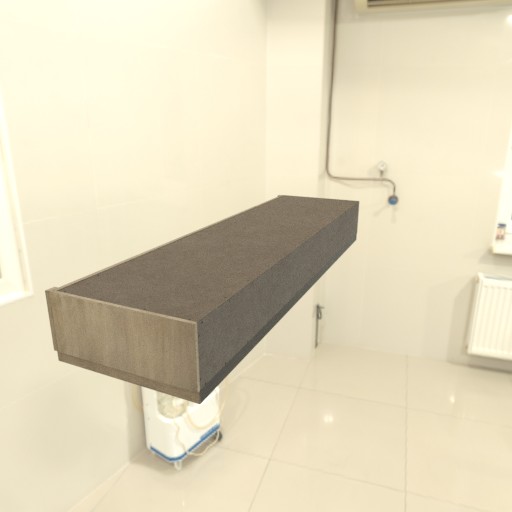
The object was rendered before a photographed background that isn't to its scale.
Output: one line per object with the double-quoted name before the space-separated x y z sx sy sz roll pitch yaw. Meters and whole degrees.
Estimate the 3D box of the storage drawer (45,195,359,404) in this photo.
"storage drawer" 0.000 0.000 2.301 0.591 0.274 2.072 8 19 24
